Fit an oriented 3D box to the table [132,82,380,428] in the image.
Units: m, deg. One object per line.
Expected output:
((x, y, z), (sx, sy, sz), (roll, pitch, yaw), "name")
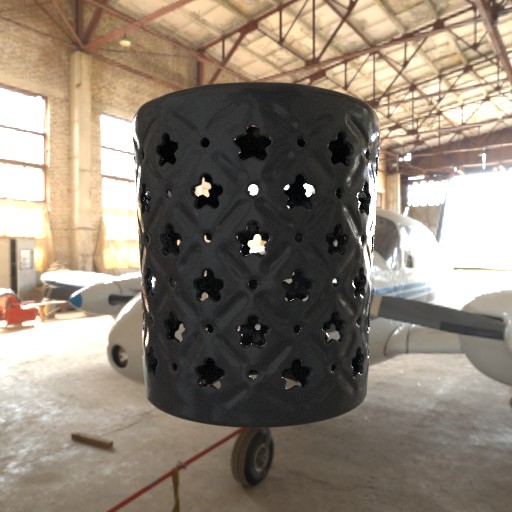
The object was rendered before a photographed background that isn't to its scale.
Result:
((0.000, 0.000, 0.649), (0.352, 0.387, 0.352), (0, 0, 0), "table")
